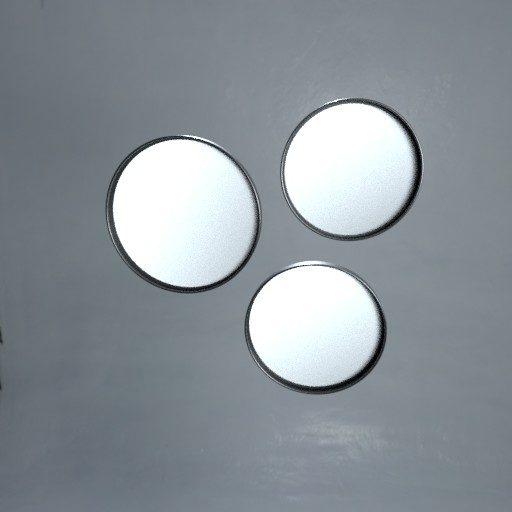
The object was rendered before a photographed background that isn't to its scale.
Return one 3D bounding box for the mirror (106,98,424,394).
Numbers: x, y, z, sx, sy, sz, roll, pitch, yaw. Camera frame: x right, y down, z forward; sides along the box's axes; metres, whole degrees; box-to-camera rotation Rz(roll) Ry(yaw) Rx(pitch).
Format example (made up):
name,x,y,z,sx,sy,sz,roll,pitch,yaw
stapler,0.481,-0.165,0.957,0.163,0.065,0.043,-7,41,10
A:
name,x,y,z,sx,sy,sz,roll,pitch,yaw
mirror,0.000,0.000,3.140,2.160,2.096,0.076,2,15,7
